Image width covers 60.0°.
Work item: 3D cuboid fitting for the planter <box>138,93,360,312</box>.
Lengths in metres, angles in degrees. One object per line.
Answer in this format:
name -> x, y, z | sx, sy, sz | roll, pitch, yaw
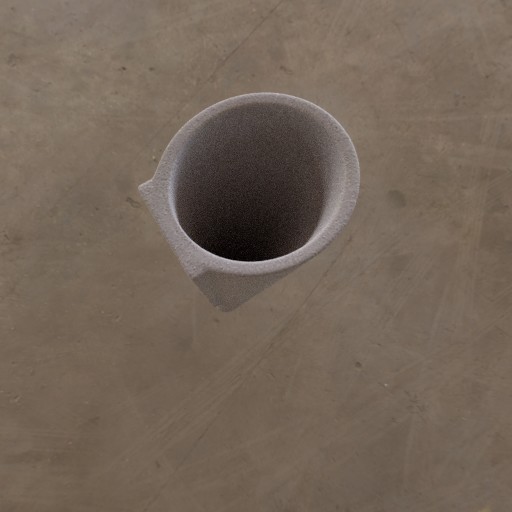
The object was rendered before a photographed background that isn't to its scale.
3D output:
planter -> 0.000, 0.000, 0.304 | 0.087, 0.259, 0.078 | -31, 78, -7
